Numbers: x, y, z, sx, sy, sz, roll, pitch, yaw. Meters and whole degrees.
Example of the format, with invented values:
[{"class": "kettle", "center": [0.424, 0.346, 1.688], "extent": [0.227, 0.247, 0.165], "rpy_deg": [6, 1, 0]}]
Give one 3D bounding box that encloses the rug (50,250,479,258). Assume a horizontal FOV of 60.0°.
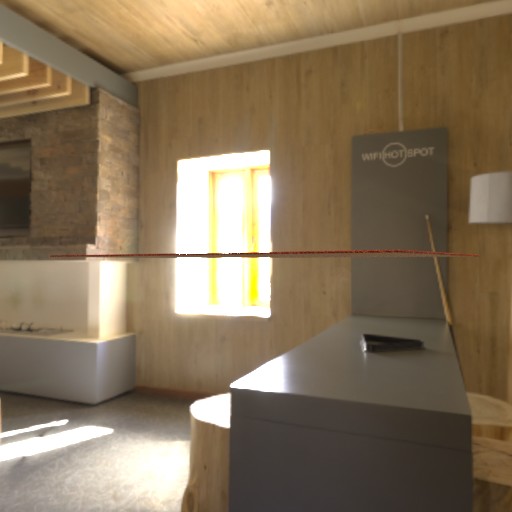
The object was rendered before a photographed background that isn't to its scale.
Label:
[{"class": "rug", "center": [0.000, 0.000, 2.961], "extent": [2.442, 0.010, 1.531], "rpy_deg": [-1, -1, 37]}]
